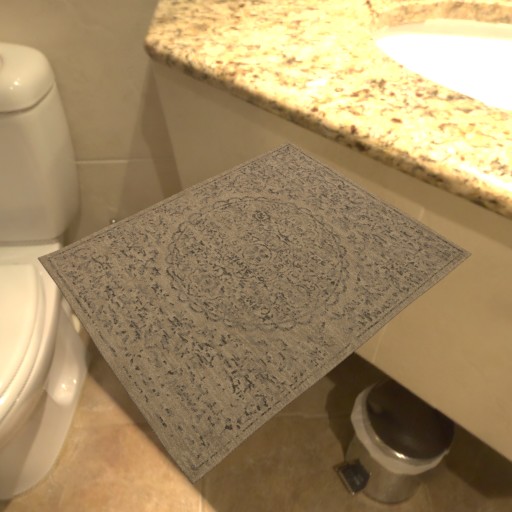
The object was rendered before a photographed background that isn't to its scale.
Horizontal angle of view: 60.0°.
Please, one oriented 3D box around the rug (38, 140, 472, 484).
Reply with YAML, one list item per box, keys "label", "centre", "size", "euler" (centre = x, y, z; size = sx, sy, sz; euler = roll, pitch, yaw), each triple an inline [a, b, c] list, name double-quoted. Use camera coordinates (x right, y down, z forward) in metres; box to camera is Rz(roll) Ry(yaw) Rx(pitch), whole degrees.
- label: "rug"
  centre: [0.000, 0.000, 3.812]
  size: [2.925, 0.026, 2.343]
  euler: [-31, 54, -26]
